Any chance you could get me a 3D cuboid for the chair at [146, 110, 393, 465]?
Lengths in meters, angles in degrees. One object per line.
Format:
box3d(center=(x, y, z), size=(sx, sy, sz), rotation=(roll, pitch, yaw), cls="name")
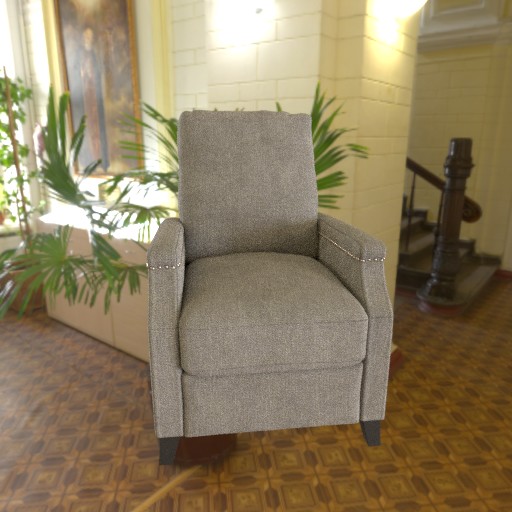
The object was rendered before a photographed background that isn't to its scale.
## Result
box3d(center=(0.000, 0.000, 1.621), size=(0.710, 1.049, 0.922), rotation=(-2, 15, -7), cls="chair")
